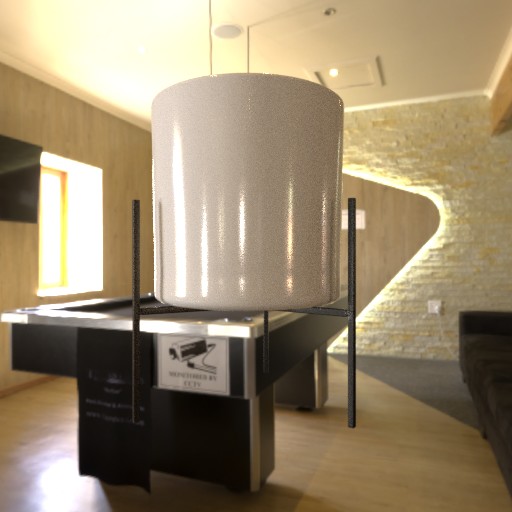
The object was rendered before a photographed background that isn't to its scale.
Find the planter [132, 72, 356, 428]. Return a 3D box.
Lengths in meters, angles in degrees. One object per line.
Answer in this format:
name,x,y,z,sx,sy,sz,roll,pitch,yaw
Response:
planter,0.000,0.000,0.647,0.308,0.431,0.307,0,0,36
